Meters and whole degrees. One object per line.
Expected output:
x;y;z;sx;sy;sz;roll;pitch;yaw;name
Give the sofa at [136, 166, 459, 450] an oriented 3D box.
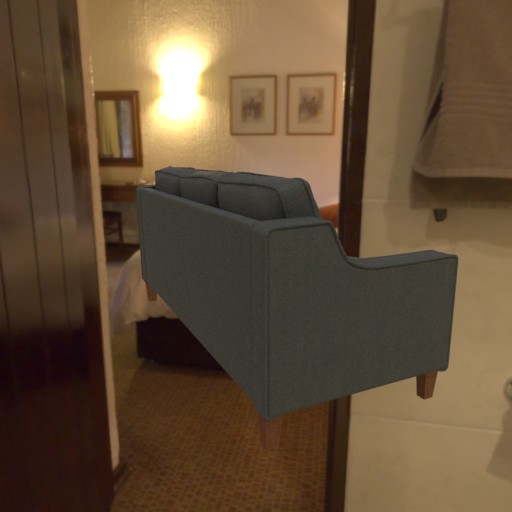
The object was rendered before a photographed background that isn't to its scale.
0.000;0.000;2.514;0.911;0.974;1.986;-6;14;-25;sofa
